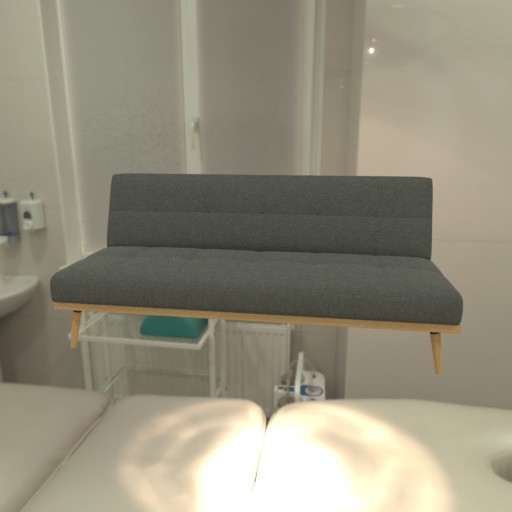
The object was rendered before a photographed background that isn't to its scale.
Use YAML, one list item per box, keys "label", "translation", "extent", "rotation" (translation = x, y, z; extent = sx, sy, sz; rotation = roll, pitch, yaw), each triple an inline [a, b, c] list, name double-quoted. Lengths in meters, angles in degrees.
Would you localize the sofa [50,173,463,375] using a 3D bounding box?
- label: "sofa"
  translation: [0.000, 0.000, 2.259]
  extent: [1.820, 0.770, 0.820]
  rotation: [2, 15, 8]
